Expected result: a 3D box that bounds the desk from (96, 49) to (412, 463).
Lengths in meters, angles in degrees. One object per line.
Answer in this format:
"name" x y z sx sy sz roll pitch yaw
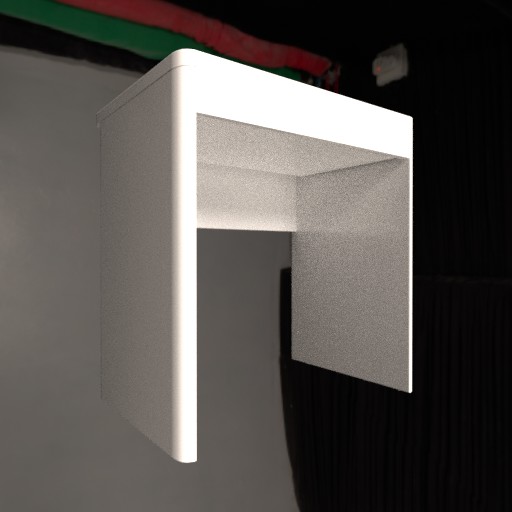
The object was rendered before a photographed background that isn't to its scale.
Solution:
"desk" 0.000 0.000 1.284 0.762 0.800 0.549 0 1 -37
